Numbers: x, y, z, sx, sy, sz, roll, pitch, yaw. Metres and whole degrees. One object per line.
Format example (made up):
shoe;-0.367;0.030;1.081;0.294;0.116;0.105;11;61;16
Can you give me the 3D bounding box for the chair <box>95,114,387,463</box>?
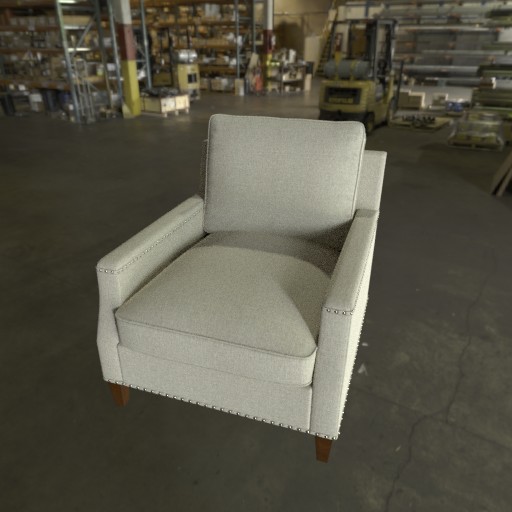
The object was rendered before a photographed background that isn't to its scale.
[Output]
chair;0.000;0.000;1.730;0.853;0.943;1.014;8;27;17
